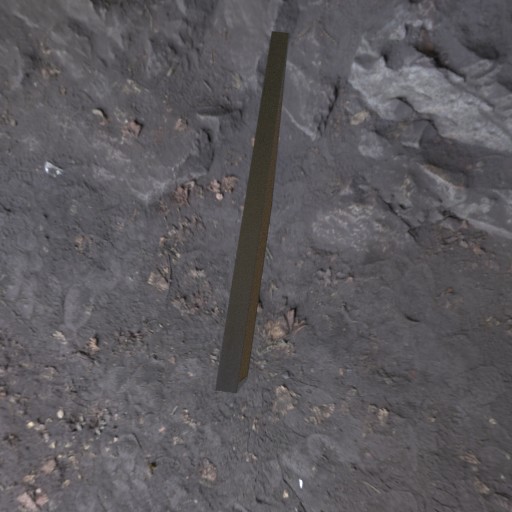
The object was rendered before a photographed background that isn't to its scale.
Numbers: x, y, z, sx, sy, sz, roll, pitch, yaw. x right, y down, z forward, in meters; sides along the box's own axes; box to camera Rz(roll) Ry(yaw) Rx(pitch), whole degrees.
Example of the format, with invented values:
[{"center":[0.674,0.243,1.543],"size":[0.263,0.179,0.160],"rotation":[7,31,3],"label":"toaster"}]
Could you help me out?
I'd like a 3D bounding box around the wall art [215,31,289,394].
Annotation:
[{"center":[0.000,0.000,1.439],"size":[0.041,1.062,0.803],"rotation":[8,76,2],"label":"wall art"}]
